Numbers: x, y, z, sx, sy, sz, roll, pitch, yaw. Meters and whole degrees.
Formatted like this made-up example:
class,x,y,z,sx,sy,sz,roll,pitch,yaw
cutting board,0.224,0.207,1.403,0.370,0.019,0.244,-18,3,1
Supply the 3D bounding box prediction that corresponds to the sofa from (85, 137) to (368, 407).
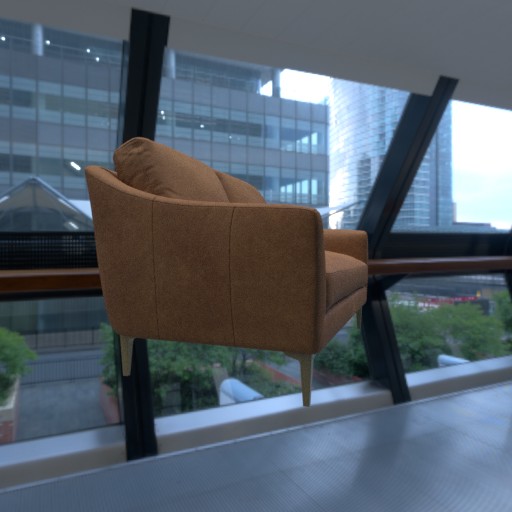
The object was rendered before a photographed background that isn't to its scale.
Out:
class,x,y,z,sx,sy,sz,roll,pitch,yaw
sofa,0.000,0.000,2.177,0.960,0.902,1.619,0,0,19
